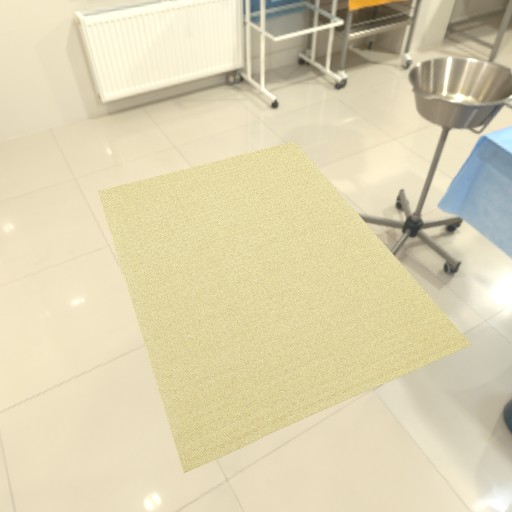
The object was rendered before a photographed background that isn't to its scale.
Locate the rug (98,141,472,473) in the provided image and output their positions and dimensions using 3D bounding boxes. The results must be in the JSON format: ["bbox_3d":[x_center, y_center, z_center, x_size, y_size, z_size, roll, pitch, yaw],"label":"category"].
[{"bbox_3d":[0.000,0.000,4.258,2.452,0.016,3.204,-18,50,-16],"label":"rug"}]
